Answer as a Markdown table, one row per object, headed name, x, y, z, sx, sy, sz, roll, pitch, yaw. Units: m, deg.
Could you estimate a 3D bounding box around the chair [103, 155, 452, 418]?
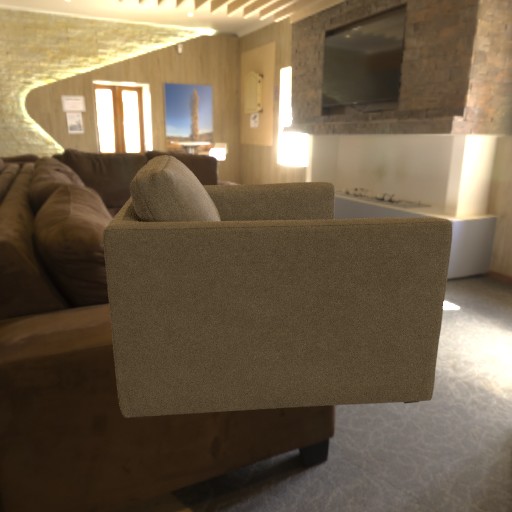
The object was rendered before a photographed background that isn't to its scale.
| name | x | y | z | sx | sy | sz | roll | pitch | yaw |
| --- | --- | --- | --- | --- | --- | --- | --- | --- | --- |
| chair | 0.000 | 0.000 | 1.903 | 1.091 | 0.845 | 1.190 | -2 | 15 | -9 |
